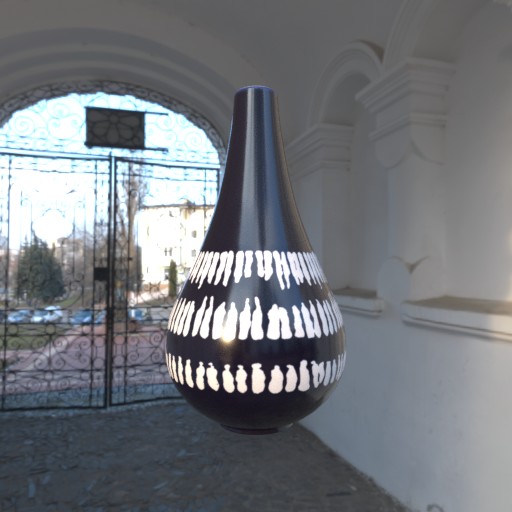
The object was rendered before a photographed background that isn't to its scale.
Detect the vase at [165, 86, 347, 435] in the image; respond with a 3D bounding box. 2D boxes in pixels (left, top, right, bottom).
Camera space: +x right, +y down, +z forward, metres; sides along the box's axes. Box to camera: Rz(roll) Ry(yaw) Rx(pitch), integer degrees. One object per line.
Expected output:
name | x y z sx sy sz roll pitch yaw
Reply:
vase | 0.000 0.000 0.398 0.159 0.295 0.159 0 -1 0
